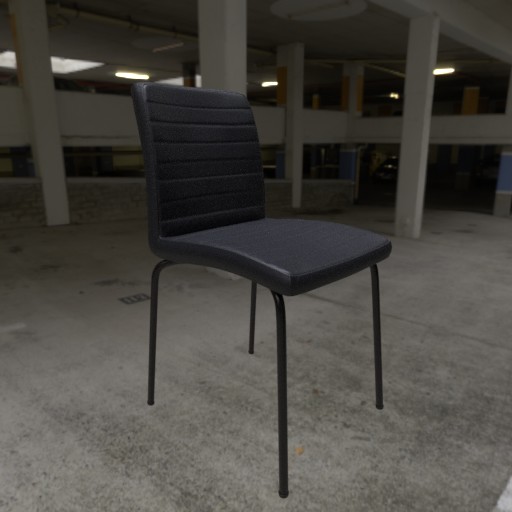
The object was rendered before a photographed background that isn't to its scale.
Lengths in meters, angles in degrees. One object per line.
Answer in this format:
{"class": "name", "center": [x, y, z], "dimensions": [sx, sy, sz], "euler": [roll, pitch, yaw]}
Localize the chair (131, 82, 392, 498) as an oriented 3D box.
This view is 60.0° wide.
{"class": "chair", "center": [0.000, 0.000, 1.162], "dimensions": [0.572, 0.872, 0.450], "euler": [13, 20, 41]}
